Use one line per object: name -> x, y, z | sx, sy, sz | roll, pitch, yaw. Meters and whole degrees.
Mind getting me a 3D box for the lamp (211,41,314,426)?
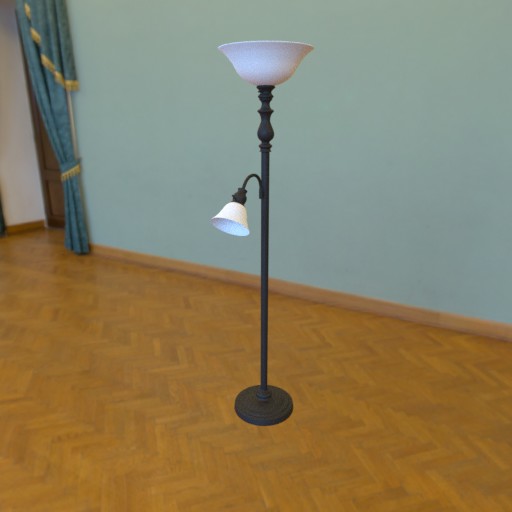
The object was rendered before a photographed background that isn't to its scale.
lamp -> 0.000, 0.000, 2.071 | 0.405, 1.793, 0.588 | 9, 20, 26
